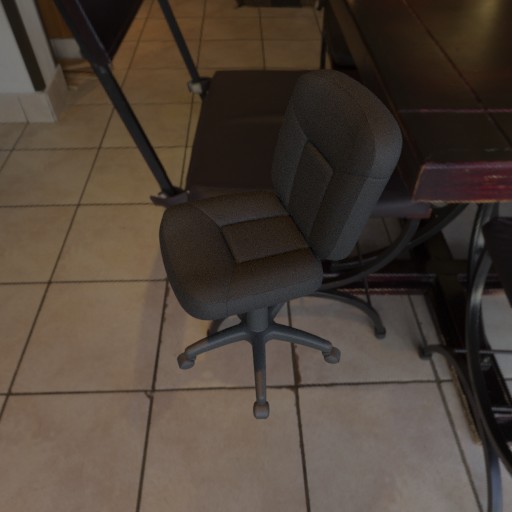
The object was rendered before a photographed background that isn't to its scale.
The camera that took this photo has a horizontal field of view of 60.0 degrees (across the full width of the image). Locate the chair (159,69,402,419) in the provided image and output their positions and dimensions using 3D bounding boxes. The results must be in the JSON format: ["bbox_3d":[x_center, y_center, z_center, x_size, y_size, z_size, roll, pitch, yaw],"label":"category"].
[{"bbox_3d":[0.000,0.000,1.362,0.610,0.972,0.610,-15,49,-14],"label":"chair"}]
